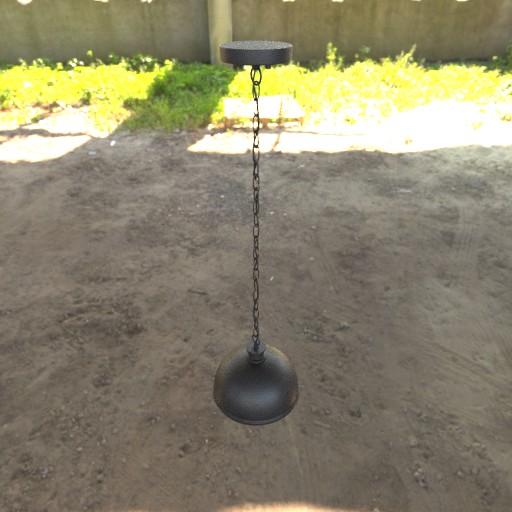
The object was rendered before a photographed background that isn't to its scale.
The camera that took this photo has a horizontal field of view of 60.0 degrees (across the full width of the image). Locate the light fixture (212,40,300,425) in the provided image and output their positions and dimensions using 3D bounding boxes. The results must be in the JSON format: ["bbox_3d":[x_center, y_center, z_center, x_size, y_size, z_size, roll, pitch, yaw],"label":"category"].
[{"bbox_3d":[0.000,0.000,1.259,0.304,1.090,0.304,-20,37,-29],"label":"light fixture"}]
